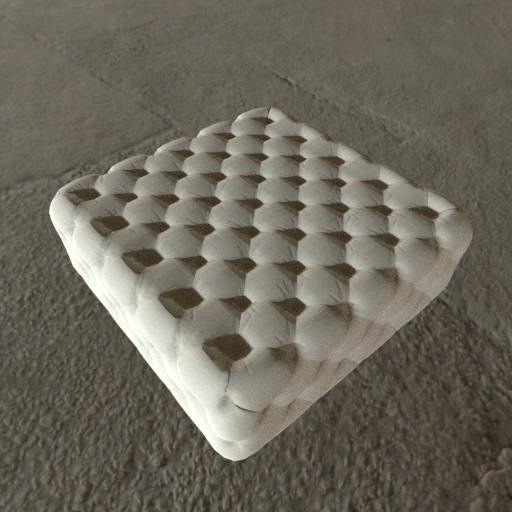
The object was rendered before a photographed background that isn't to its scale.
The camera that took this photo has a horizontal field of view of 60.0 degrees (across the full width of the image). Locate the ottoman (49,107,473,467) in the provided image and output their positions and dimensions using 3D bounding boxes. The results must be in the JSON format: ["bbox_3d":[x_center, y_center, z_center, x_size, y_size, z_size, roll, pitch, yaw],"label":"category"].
[{"bbox_3d":[0.000,0.000,1.156,0.755,0.376,0.753,-31,52,-27],"label":"ottoman"}]
